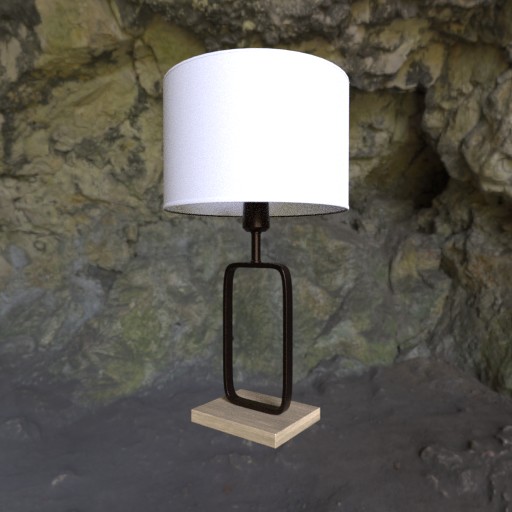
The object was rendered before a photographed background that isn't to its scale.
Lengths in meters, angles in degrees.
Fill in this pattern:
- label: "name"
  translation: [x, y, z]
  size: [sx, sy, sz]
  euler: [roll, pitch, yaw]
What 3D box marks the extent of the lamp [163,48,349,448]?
- label: "lamp"
  translation: [0.000, 0.000, 0.680]
  size: [0.279, 0.508, 0.279]
  euler: [1, 1, 36]
